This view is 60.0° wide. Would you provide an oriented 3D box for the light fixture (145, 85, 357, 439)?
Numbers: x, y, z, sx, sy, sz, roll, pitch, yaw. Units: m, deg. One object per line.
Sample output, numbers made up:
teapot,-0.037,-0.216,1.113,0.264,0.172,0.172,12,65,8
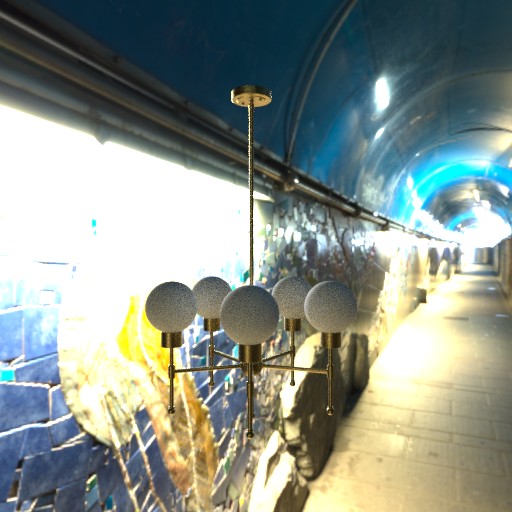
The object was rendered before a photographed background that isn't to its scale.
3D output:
light fixture,0.000,0.000,1.833,0.815,1.331,0.785,0,0,36
